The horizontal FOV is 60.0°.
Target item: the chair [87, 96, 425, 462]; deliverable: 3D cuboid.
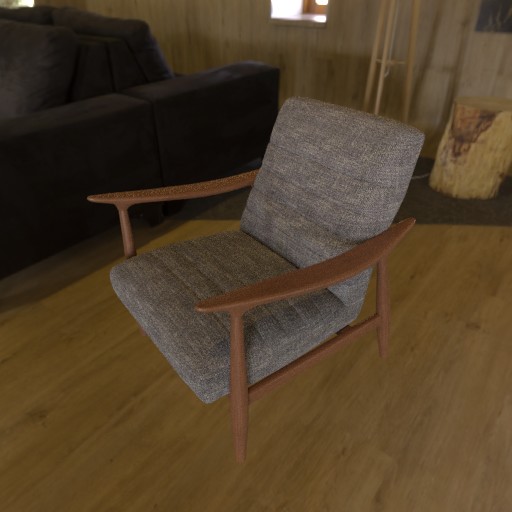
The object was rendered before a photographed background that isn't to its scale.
[{"bbox_3d":[0.000,0.000,1.432,0.798,0.832,0.741,-21,38,-30],"label":"chair"}]
